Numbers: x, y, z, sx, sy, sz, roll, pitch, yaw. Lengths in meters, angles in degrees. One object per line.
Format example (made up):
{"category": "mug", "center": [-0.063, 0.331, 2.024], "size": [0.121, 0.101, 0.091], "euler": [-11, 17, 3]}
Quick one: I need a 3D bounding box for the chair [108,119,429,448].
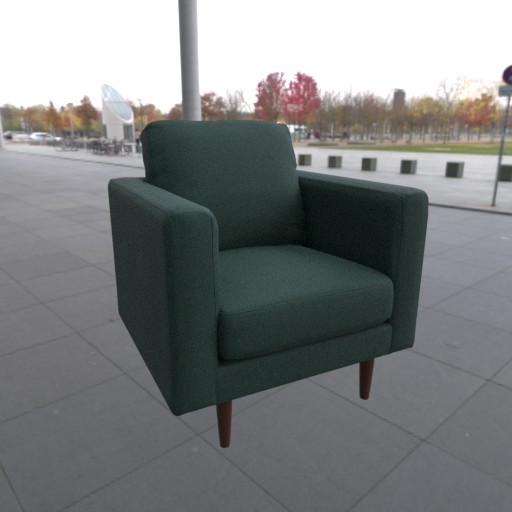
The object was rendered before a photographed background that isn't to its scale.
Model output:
{"category": "chair", "center": [0.000, 0.000, 1.557], "size": [0.855, 0.927, 0.800], "euler": [-8, 18, -26]}
